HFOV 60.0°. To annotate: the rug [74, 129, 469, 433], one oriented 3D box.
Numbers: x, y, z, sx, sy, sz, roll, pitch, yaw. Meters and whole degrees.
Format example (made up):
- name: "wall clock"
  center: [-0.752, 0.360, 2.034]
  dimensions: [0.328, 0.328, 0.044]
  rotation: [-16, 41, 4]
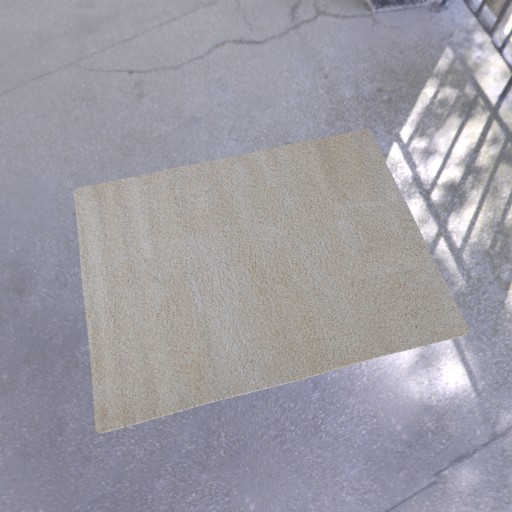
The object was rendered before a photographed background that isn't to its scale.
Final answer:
- name: "rug"
  center: [0.000, 0.000, 2.085]
  dimensions: [1.600, 0.025, 1.199]
  rotation: [-13, 64, -7]
